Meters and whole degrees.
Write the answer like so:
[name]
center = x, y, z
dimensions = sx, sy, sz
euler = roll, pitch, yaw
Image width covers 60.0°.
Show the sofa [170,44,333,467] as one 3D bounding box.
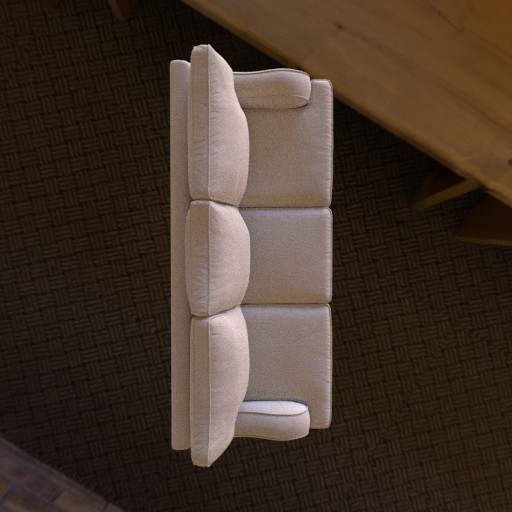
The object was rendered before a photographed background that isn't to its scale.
[sofa]
center = 0.000, 0.000, 2.876
dimensions = 1.016, 0.991, 2.323
euler = 0, 91, -2
